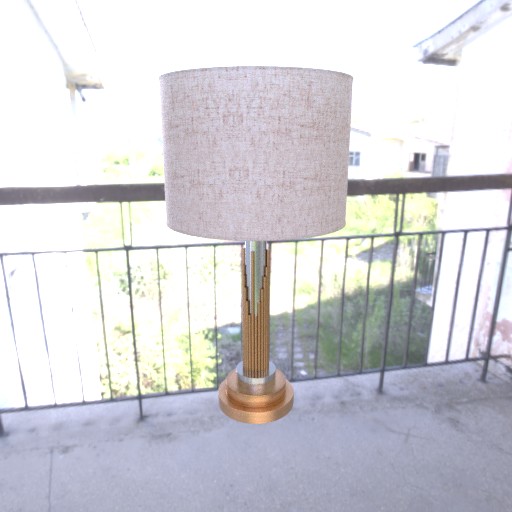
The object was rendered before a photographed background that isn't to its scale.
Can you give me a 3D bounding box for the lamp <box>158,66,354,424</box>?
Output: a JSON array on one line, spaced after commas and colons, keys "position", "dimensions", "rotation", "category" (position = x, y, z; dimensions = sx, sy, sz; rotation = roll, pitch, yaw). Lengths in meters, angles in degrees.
[{"position": [0.000, 0.000, 0.822], "dimensions": [0.321, 0.610, 0.321], "rotation": [-3, 16, -9], "category": "lamp"}]
